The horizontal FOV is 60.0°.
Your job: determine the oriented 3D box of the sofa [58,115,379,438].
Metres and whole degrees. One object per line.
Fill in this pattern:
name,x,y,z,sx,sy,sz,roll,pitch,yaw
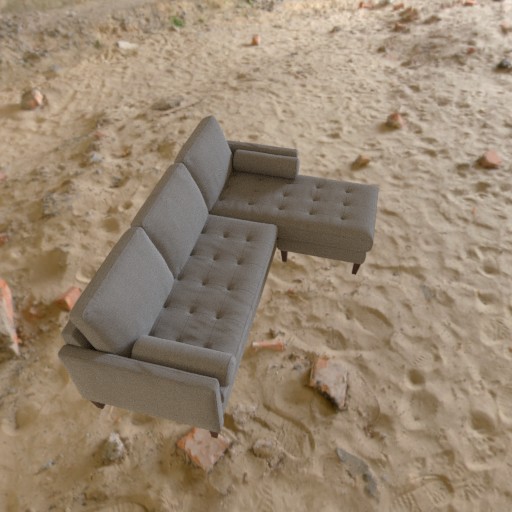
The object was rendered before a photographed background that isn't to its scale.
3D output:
sofa,0.000,0.000,2.927,1.506,0.875,2.178,10,46,10
